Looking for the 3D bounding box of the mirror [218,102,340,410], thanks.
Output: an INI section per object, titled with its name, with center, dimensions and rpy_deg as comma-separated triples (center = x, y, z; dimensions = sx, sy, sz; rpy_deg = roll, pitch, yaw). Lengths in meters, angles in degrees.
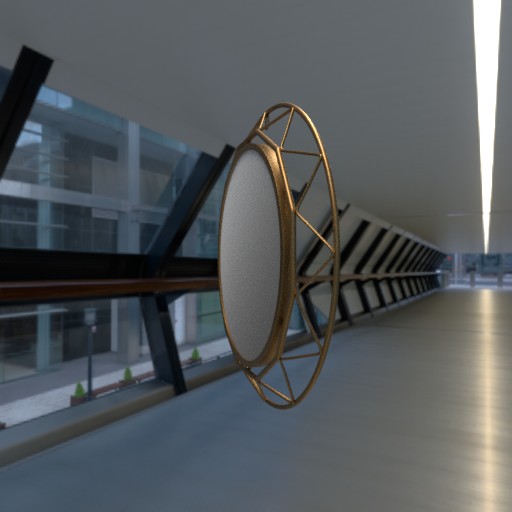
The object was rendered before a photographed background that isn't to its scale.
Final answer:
[mirror]
center = 0.000, 0.000, 0.683
dimensions = 0.043, 0.454, 0.454
rpy_deg = 0, -1, -18
